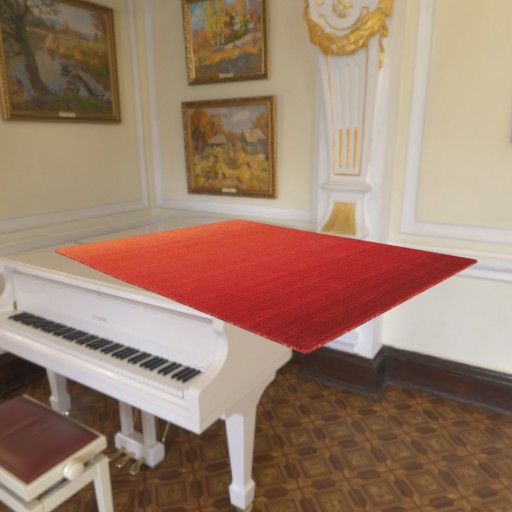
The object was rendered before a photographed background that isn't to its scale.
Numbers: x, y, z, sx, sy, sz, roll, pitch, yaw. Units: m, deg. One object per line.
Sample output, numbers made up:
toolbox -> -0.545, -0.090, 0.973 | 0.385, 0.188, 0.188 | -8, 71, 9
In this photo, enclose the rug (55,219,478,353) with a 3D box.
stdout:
rug -> 0.000, 0.000, 3.861 | 2.905, 0.028, 2.340 | 14, 20, 42
